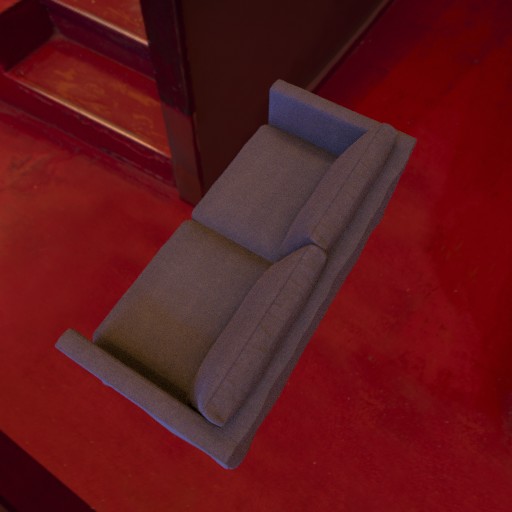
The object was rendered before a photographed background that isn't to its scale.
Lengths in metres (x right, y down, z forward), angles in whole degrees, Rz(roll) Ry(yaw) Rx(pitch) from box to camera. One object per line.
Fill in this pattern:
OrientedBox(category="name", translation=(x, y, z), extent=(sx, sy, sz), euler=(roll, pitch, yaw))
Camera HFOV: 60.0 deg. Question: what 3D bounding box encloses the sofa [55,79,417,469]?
OrientedBox(category="sofa", translation=(0.000, 0.000, 2.468), extent=(0.953, 0.855, 1.982), euler=(29, 67, 14))
